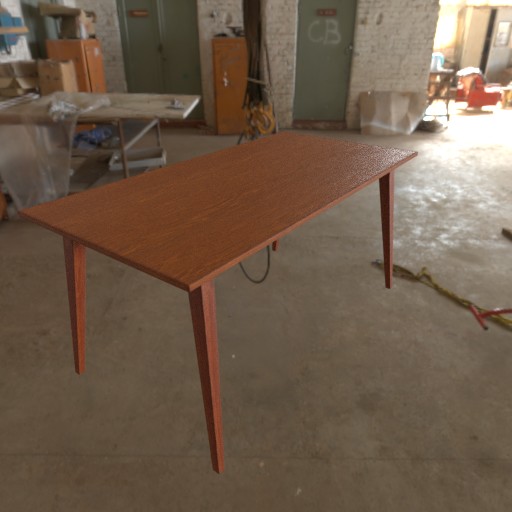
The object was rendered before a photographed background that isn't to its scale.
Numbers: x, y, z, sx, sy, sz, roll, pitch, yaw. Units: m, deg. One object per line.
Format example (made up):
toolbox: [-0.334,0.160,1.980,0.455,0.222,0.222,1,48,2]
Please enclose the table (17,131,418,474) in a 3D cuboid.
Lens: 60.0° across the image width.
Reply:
table: [0.000,0.000,2.023,0.811,0.755,1.609,19,33,32]
